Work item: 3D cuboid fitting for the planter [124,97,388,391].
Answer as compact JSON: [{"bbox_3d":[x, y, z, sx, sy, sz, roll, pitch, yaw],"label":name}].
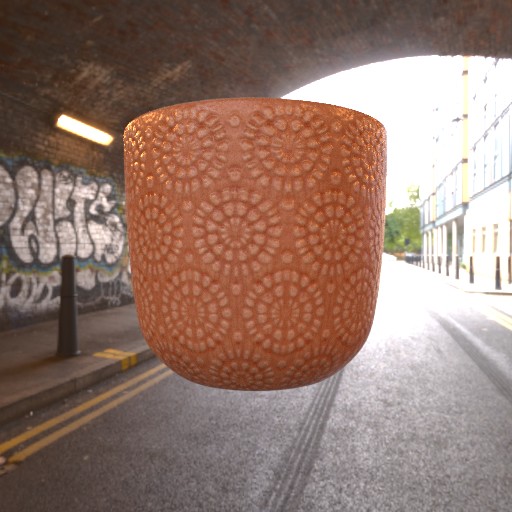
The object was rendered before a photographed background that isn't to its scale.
[{"bbox_3d":[0.000,0.000,0.365,0.208,0.190,0.208,0,1,0],"label":"planter"}]
